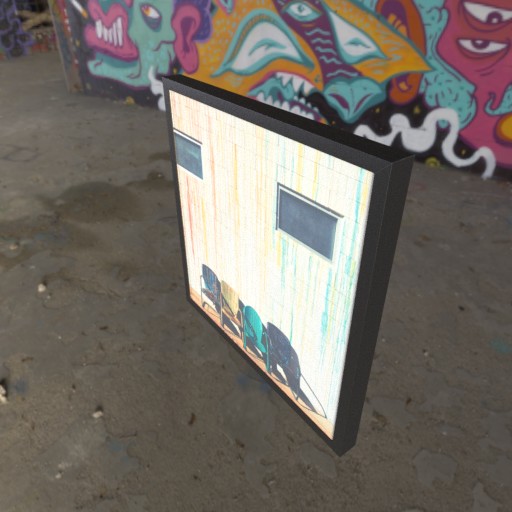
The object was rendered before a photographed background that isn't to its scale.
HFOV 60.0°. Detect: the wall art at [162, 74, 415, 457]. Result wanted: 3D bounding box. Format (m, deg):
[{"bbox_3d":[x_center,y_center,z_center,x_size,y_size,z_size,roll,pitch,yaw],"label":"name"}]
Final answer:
[{"bbox_3d":[0.000,0.000,0.762,0.037,0.506,0.506,-22,39,-30],"label":"wall art"}]
